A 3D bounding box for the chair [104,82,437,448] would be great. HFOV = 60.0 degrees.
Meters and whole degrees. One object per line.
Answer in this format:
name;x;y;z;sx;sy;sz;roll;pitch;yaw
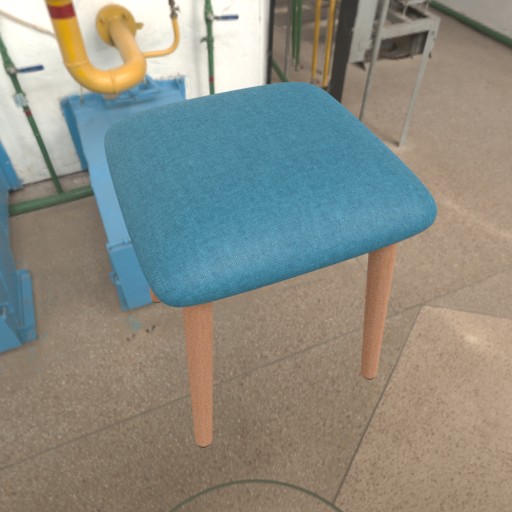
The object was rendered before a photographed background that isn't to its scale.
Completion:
chair;0.000;0.000;0.708;0.360;0.450;0.360;-17;50;-15
